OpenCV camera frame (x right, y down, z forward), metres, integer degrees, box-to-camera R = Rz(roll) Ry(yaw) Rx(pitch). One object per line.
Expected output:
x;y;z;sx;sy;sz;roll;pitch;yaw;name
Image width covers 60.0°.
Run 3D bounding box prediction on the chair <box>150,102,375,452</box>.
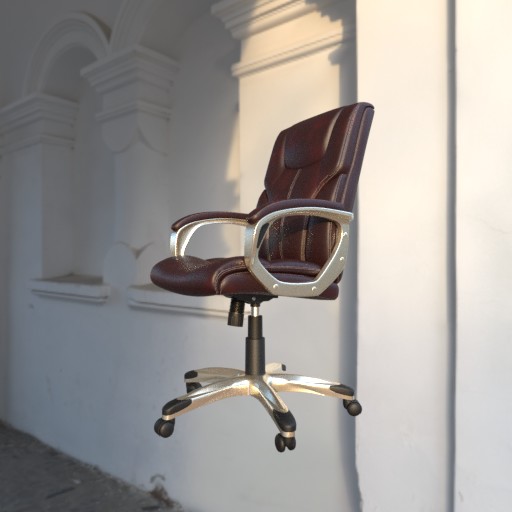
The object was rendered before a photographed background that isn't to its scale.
0.000;0.000;1.558;0.739;1.107;0.662;0;1;-35;chair
